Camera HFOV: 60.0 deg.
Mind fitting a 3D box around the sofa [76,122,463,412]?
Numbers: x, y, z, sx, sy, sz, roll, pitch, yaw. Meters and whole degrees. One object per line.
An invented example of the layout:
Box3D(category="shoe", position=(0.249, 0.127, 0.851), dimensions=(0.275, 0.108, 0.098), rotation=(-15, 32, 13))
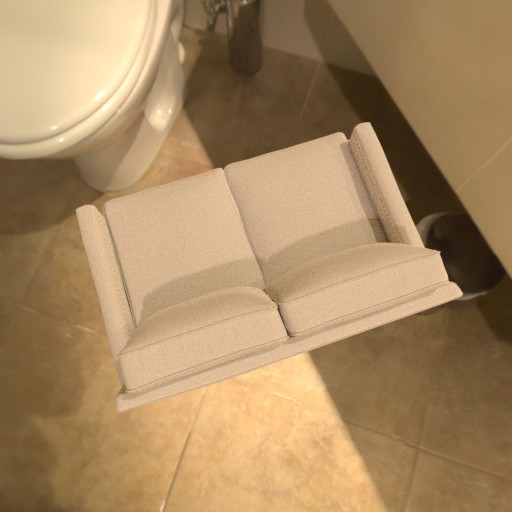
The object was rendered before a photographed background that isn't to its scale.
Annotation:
Box3D(category="sofa", position=(0.000, 0.000, 2.273), dimensions=(1.597, 1.003, 1.084), rotation=(-18, 76, -5))
